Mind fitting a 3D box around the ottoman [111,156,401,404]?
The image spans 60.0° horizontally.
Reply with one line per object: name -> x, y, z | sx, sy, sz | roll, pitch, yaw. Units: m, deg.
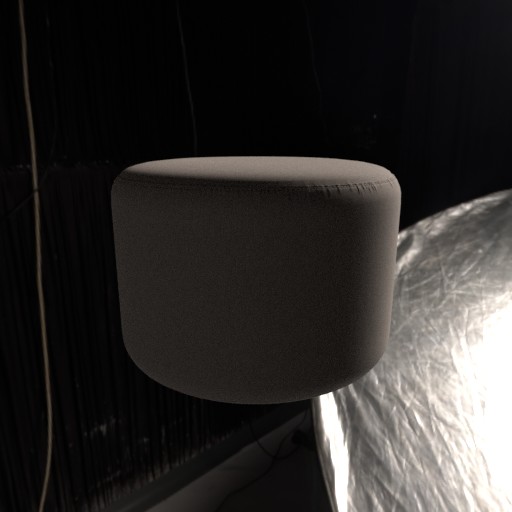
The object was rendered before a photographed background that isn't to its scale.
ottoman -> 0.000, 0.000, 1.011 | 0.608, 0.433, 0.608 | 0, 15, 0
